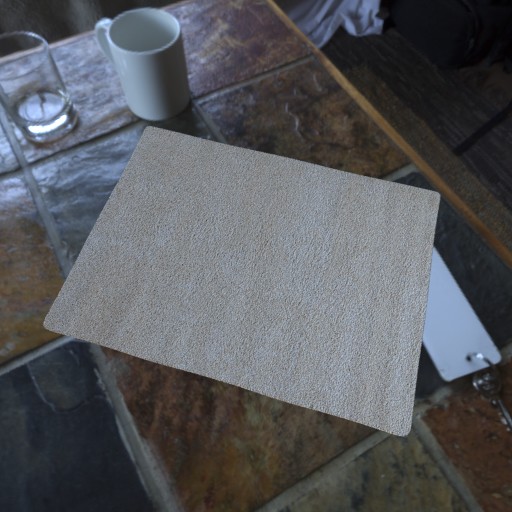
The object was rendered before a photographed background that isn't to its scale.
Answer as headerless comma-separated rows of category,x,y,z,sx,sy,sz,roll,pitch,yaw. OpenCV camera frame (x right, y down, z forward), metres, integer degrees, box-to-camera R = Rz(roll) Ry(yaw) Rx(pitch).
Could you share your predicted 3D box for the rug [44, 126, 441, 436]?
rug,0.000,0.000,2.091,1.600,0.025,1.199,15,64,7
